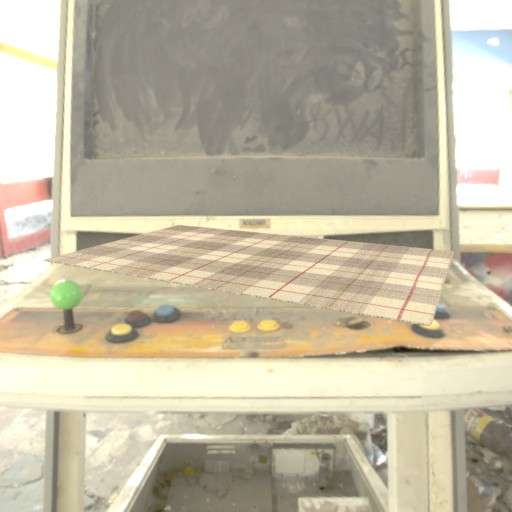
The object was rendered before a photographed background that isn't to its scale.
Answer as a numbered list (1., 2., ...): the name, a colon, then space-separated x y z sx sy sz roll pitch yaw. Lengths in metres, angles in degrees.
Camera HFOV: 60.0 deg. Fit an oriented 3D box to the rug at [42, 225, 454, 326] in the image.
1. rug: 0.000 0.000 3.104 2.464 0.010 1.549 7 16 26
